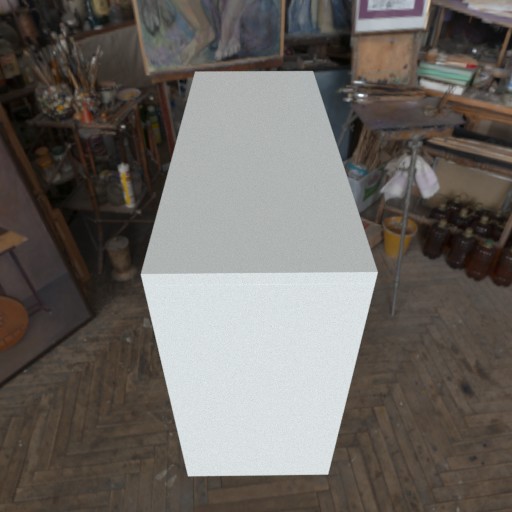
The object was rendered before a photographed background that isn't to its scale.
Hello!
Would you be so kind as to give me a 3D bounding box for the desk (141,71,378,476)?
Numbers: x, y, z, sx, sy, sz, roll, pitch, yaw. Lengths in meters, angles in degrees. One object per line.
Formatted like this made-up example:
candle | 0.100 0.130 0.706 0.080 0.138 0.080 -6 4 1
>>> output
desk | 0.000 0.000 1.384 0.400 0.790 1.000 0 41 -1
